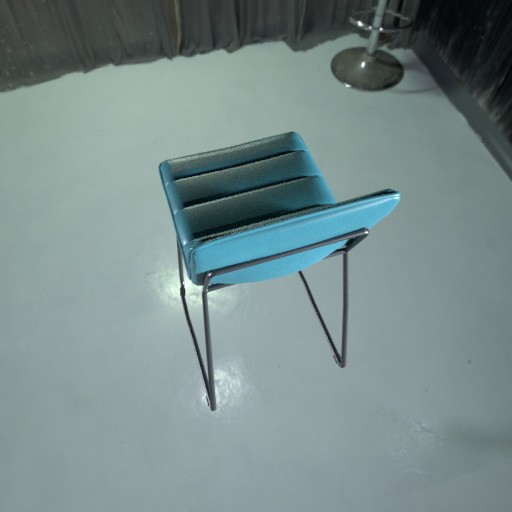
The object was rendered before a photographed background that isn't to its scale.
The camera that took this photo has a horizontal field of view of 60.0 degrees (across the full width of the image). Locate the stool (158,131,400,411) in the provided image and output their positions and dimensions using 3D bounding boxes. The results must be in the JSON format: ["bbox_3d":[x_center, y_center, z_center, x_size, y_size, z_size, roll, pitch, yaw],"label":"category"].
[{"bbox_3d":[0.000,0.000,1.252,0.489,0.936,0.524,-15,58,-10],"label":"stool"}]
